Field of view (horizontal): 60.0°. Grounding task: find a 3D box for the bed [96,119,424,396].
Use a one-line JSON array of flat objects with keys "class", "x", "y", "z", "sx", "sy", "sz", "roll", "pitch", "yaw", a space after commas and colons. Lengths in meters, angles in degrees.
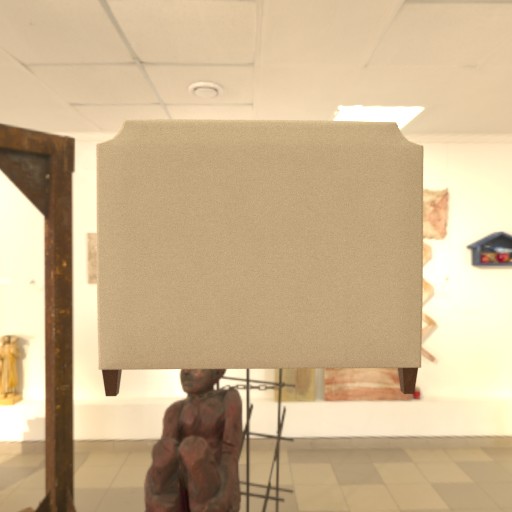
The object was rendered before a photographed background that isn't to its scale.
[{"class": "bed", "x": 0.000, "y": 0.000, "z": 3.454, "sx": 1.713, "sy": 1.443, "sz": 2.372, "roll": 0, "pitch": 1, "yaw": -1}]
